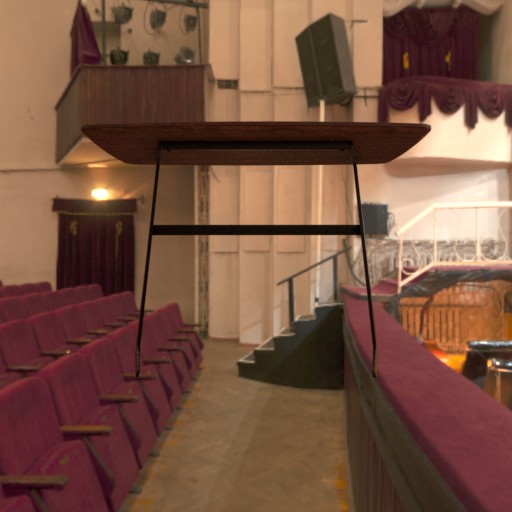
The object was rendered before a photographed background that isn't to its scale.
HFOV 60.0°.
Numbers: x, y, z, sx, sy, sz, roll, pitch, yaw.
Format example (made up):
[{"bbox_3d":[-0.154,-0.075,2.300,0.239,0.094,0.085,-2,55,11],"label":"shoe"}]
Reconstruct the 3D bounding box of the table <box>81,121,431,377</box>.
[{"bbox_3d":[0.000,0.000,1.130,0.804,0.576,0.361,0,0,1],"label":"table"}]
